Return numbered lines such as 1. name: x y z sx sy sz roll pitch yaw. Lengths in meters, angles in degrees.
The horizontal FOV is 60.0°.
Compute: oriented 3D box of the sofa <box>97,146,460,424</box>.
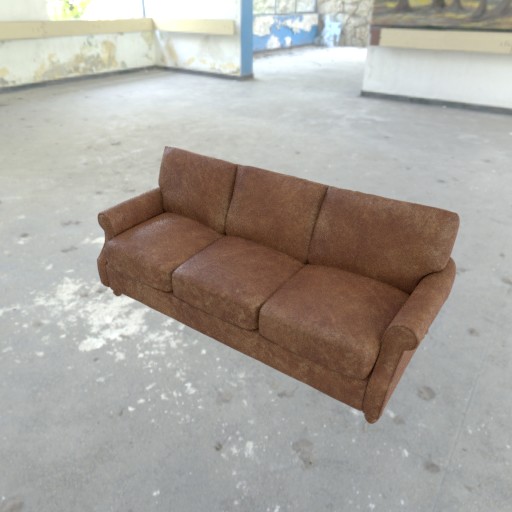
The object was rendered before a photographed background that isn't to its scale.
1. sofa: 0.000 0.000 2.922 2.351 0.977 0.973 19 35 30
